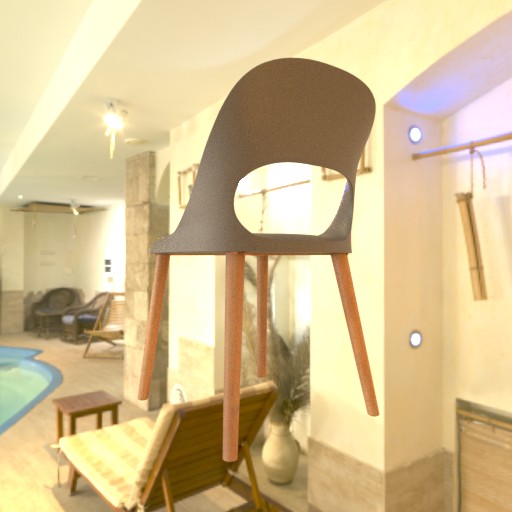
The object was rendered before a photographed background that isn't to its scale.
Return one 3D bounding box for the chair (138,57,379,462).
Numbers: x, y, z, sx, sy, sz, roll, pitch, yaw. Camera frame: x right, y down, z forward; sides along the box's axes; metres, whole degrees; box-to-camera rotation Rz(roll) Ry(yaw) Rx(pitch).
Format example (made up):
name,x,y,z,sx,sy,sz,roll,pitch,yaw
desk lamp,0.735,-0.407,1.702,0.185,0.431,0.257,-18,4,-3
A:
name,x,y,z,sx,sy,sz,roll,pitch,yaw
chair,0.000,0.000,1.151,0.470,0.795,0.556,0,-1,-36
